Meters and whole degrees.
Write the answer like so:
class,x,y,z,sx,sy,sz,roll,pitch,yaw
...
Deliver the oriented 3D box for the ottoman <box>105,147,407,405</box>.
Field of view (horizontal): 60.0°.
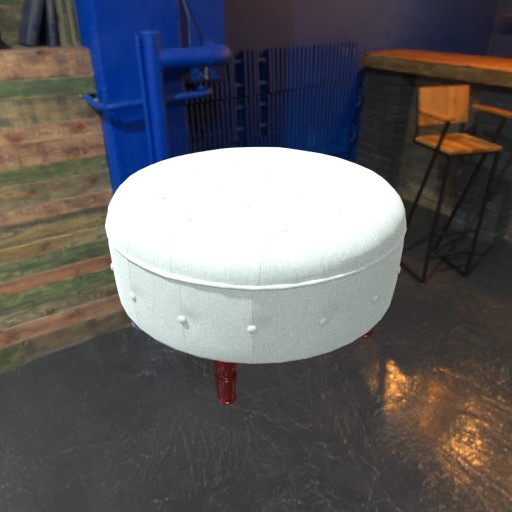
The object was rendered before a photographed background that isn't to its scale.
class,x,y,z,sx,sy,sz,roll,pitch,yaw
ottoman,0.000,0.000,1.383,0.850,0.483,0.850,0,30,0
